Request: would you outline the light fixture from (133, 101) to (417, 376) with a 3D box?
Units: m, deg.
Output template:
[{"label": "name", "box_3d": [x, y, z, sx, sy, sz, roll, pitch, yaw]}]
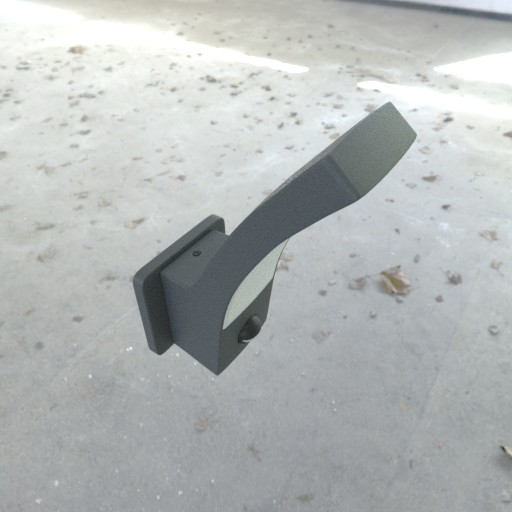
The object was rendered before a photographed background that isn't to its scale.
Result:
[{"label": "light fixture", "box_3d": [0.000, 0.000, 0.333, 0.174, 0.243, 0.108, 24, 46, 25]}]
